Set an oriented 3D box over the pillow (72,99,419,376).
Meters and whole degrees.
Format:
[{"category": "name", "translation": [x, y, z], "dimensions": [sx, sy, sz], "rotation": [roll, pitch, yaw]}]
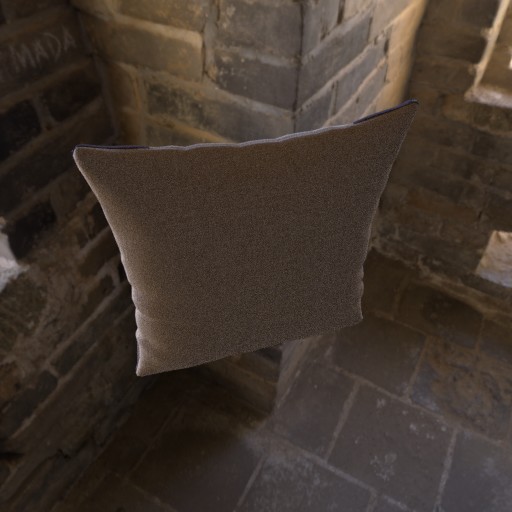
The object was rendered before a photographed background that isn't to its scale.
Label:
[{"category": "pillow", "translation": [0.000, 0.000, 0.681], "dimensions": [0.440, 0.441, 0.147], "rotation": [-12, 43, -13]}]
